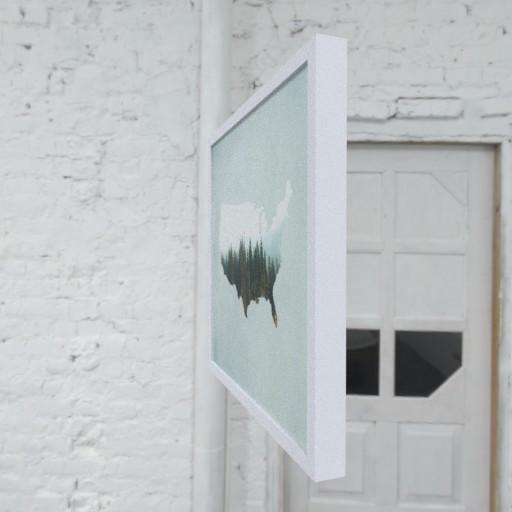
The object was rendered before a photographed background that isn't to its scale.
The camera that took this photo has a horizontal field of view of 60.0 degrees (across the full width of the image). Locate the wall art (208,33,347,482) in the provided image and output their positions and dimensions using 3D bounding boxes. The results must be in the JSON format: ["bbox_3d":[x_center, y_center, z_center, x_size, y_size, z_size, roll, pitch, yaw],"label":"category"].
[{"bbox_3d":[0.000,0.000,0.748,0.040,0.509,0.509,0,1,-20],"label":"wall art"}]
